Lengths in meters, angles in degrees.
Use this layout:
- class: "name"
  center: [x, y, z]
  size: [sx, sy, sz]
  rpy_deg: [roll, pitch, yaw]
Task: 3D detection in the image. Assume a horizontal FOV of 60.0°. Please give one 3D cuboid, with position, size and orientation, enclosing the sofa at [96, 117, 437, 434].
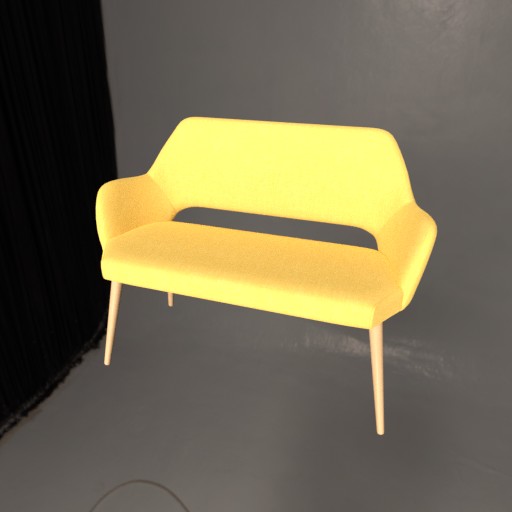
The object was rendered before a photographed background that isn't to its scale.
- class: "sofa"
  center: [0.000, 0.000, 1.594]
  size: [1.150, 0.840, 0.610]
  rpy_deg: [9, 28, 17]
